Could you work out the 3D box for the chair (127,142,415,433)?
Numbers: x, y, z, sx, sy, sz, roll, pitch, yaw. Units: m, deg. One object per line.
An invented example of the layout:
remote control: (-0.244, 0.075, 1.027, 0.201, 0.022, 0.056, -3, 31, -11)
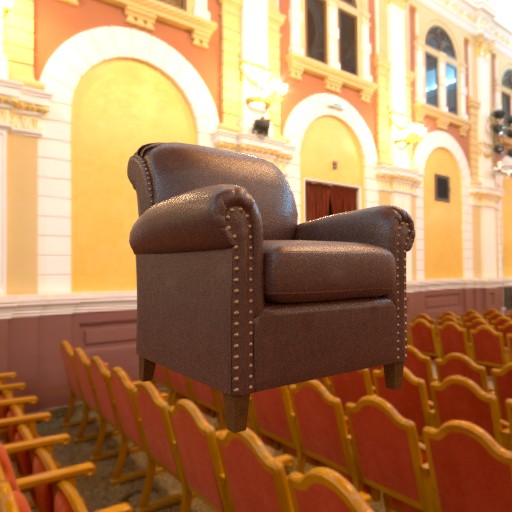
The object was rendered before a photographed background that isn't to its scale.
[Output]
chair: (0.000, 0.000, 1.652, 0.854, 0.927, 0.890, 1, -1, -36)
